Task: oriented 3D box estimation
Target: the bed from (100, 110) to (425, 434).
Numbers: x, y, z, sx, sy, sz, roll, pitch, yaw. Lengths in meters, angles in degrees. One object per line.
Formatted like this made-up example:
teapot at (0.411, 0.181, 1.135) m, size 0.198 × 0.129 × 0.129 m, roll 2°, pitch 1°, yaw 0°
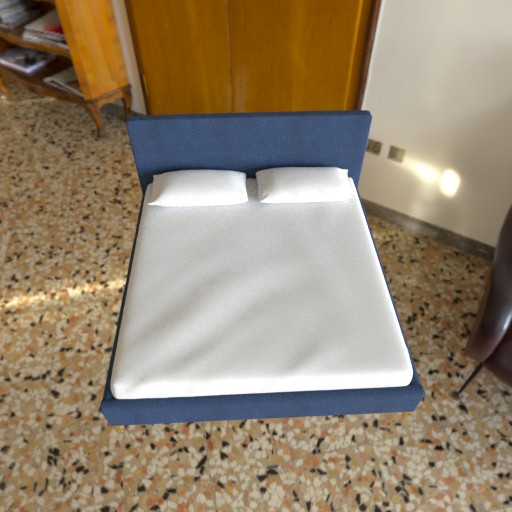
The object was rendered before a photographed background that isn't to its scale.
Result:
bed at (0.000, 0.000, 3.459) m, size 2.096 × 1.231 × 2.232 m, roll -2°, pitch 47°, yaw -2°
